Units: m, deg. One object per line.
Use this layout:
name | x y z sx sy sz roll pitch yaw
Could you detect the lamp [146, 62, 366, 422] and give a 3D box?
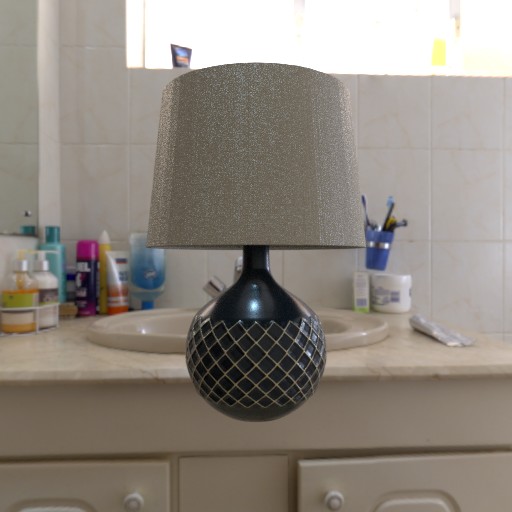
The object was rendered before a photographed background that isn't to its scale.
lamp | 0.000 0.000 0.779 0.376 0.540 0.376 0 0 0
